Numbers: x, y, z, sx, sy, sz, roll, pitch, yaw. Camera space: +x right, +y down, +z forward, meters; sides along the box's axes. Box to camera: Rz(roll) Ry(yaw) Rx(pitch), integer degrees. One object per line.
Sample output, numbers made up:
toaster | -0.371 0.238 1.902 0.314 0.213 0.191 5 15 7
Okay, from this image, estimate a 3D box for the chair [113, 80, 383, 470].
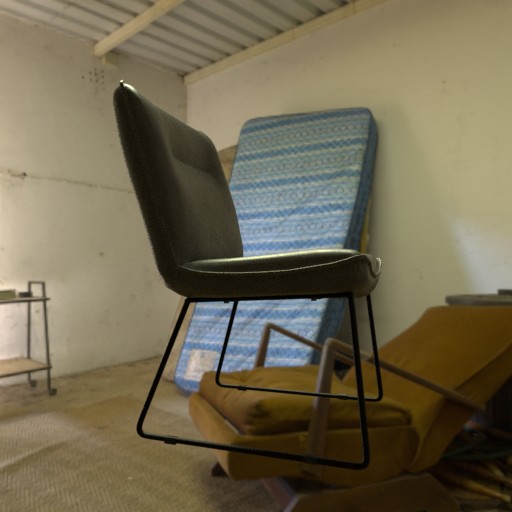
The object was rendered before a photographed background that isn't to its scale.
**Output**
chair | 0.000 0.000 1.293 0.688 0.932 0.515 0 -1 19
